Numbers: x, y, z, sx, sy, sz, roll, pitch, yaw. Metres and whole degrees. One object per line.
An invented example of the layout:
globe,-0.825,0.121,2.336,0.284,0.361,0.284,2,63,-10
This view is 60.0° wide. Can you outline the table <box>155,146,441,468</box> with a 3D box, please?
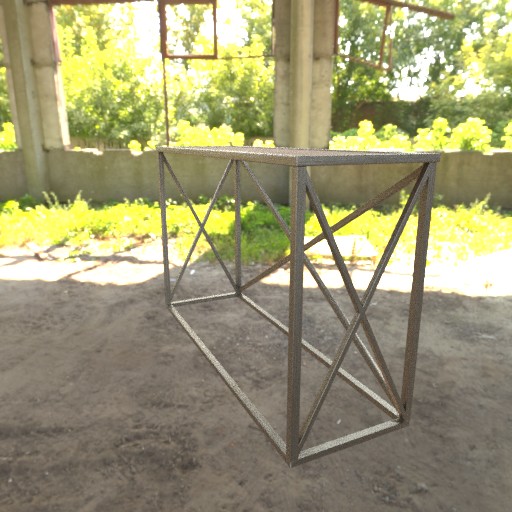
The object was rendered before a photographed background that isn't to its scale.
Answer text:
table,0.000,0.000,1.604,0.402,0.753,1.216,-7,16,-25
